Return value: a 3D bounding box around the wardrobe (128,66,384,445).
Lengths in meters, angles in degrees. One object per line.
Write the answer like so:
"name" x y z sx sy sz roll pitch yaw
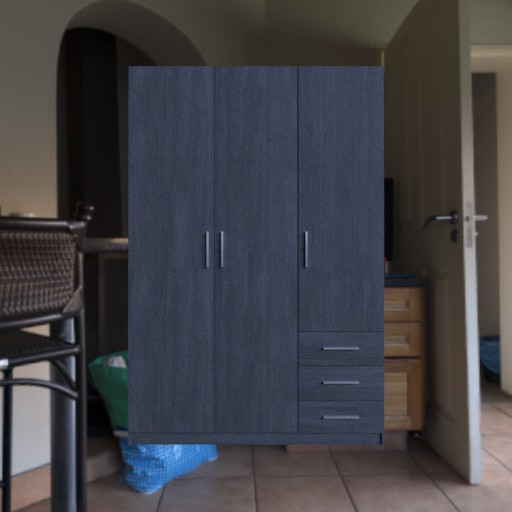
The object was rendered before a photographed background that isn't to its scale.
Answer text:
"wardrobe" 0.000 0.000 2.468 1.290 1.910 0.510 0 0 0
